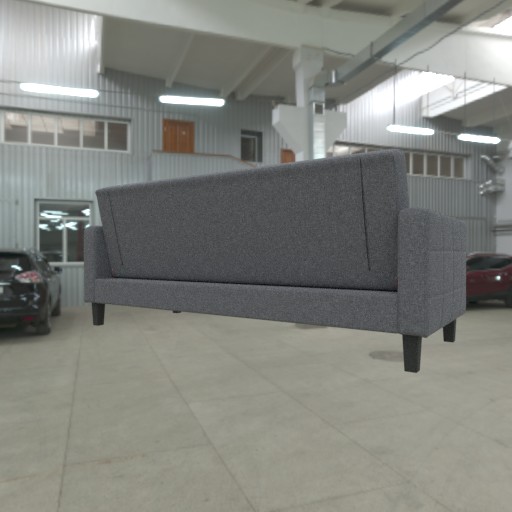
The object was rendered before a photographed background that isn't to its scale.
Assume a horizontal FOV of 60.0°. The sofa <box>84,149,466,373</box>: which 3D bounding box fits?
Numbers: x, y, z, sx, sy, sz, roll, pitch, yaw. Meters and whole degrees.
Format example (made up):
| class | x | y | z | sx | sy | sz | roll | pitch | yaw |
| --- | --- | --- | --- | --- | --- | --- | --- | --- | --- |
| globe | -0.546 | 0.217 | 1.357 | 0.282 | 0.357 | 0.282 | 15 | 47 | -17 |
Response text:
| class | x | y | z | sx | sy | sz | roll | pitch | yaw |
| --- | --- | --- | --- | --- | --- | --- | --- | --- | --- |
| sofa | 0.000 | 0.000 | 2.465 | 2.040 | 0.850 | 0.810 | 0 | 0 | 34 |
